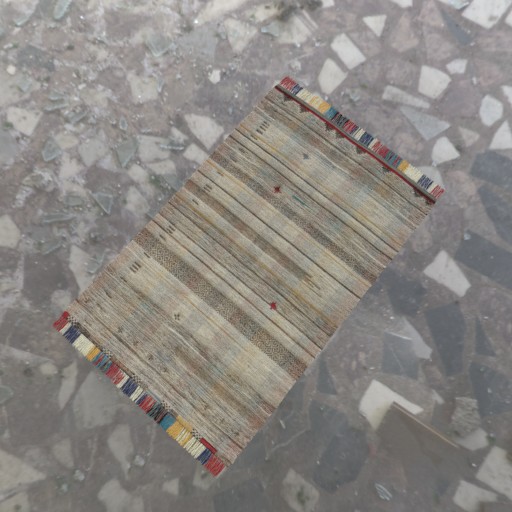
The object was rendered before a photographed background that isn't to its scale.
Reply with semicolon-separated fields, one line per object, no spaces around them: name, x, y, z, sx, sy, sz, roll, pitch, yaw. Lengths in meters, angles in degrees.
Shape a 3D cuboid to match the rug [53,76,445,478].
rug;0.000;0.000;3.013;1.465;0.012;2.465;39;80;8
